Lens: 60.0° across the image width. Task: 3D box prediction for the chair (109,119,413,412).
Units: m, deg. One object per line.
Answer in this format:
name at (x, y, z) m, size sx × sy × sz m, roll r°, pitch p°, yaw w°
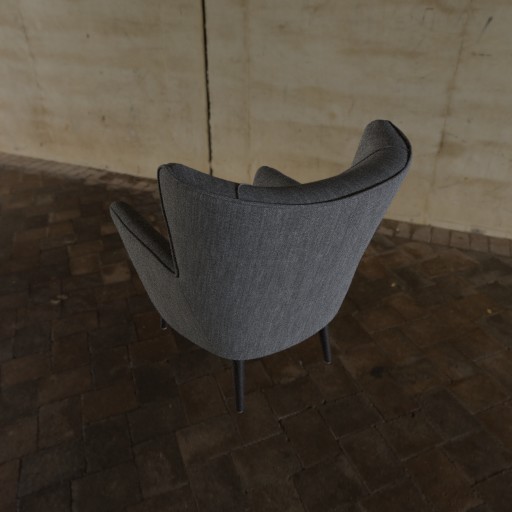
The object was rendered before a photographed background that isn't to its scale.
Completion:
chair at (0.000, 0.000, 1.587) m, size 0.781 × 0.933 × 0.888 m, roll -20°, pitch 36°, yaw -29°
